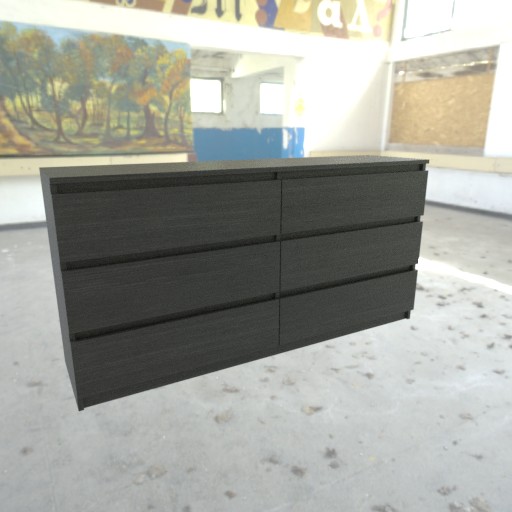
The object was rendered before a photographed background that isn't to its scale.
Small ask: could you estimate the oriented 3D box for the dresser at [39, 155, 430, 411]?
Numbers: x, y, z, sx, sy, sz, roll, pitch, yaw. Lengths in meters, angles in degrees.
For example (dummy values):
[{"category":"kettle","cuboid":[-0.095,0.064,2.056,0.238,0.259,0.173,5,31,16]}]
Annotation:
[{"category":"dresser","cuboid":[0.000,0.000,1.932,1.590,0.795,0.400,-9,18,-28]}]
